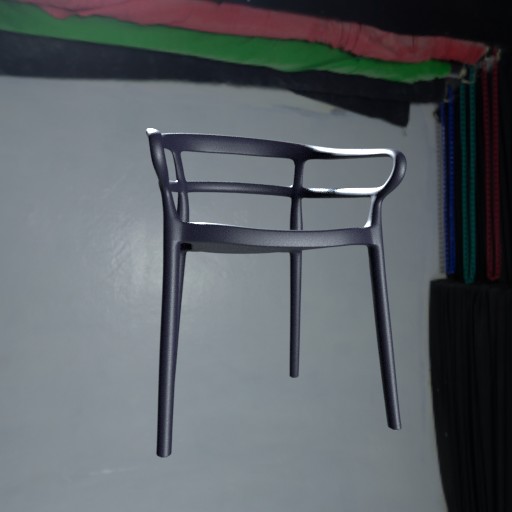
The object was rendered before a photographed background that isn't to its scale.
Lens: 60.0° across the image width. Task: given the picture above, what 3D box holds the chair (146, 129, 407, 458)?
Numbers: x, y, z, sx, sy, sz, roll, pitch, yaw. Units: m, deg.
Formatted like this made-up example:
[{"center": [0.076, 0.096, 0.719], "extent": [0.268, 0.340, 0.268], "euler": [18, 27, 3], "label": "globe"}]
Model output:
[{"center": [0.000, 0.000, 1.131], "extent": [0.559, 0.761, 0.527], "euler": [0, -1, -16], "label": "chair"}]
